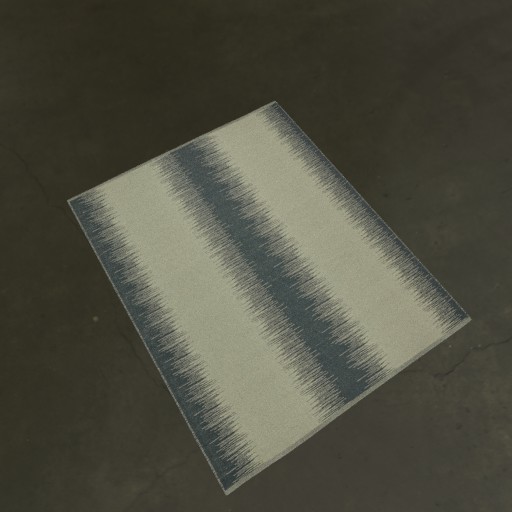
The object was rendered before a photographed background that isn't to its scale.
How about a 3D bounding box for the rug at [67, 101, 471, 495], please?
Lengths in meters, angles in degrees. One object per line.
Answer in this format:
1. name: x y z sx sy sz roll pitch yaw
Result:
1. rug: 0.000 0.000 4.062 2.453 0.004 3.037 -30 67 -14
